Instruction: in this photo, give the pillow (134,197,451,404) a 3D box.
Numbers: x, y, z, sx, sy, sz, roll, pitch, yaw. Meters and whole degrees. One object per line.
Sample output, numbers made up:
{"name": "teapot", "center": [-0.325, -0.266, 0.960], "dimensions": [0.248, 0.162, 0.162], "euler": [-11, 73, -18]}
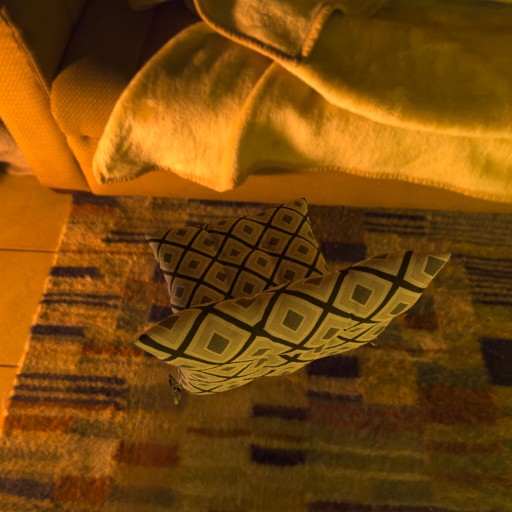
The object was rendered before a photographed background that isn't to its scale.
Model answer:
{"name": "pillow", "center": [0.000, 0.000, 1.007], "dimensions": [0.541, 0.536, 0.585], "euler": [-14, 59, -9]}
